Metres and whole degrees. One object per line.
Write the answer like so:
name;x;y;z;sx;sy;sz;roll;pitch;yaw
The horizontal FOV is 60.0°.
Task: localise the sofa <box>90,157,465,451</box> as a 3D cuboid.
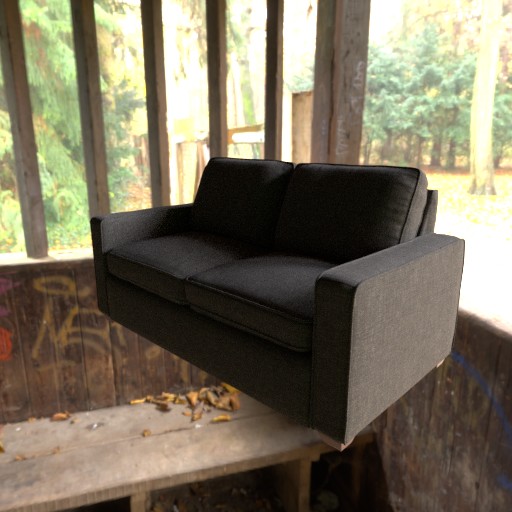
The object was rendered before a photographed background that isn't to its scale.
sofa;0.000;0.000;2.223;1.709;0.918;0.947;14;21;42
